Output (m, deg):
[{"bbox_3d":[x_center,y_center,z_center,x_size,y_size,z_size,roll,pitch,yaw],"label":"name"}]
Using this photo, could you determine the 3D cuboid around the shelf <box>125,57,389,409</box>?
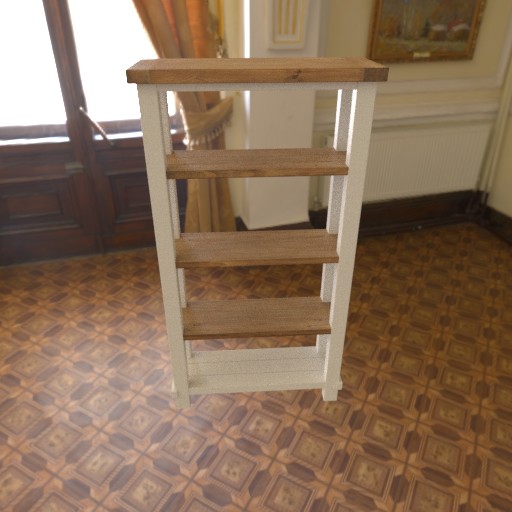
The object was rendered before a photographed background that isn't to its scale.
[{"bbox_3d":[0.000,0.000,2.336,1.022,1.878,0.381,-2,30,-3],"label":"shelf"}]
